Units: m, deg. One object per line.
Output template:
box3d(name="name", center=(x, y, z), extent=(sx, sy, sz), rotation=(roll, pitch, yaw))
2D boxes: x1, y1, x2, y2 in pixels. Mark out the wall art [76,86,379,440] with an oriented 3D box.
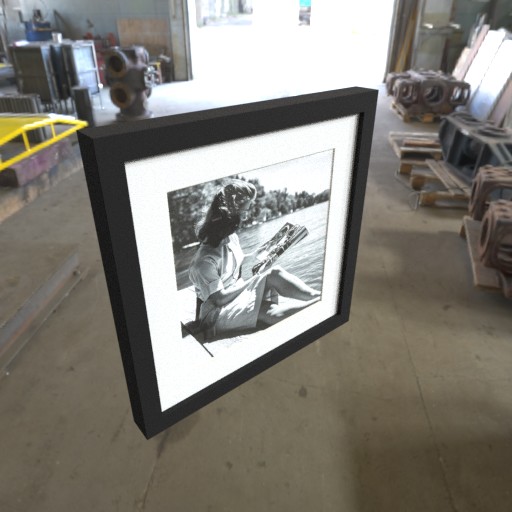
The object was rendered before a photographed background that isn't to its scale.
box3d(name="wall art", center=(0.000, 0.000, 0.467), extent=(0.308, 0.305, 0.030), rotation=(-22, 36, -33))
